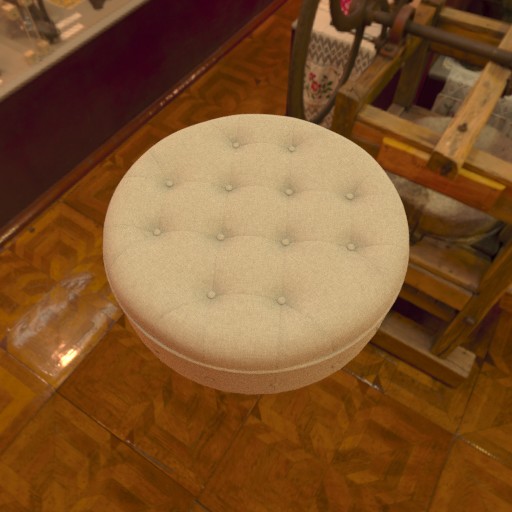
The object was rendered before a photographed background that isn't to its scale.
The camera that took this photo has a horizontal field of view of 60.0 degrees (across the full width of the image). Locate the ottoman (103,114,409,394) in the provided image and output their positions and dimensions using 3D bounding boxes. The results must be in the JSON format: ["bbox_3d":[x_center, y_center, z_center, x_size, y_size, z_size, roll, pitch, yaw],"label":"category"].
[{"bbox_3d":[0.000,0.000,1.387,0.849,0.478,0.849,0,58,0],"label":"ottoman"}]
